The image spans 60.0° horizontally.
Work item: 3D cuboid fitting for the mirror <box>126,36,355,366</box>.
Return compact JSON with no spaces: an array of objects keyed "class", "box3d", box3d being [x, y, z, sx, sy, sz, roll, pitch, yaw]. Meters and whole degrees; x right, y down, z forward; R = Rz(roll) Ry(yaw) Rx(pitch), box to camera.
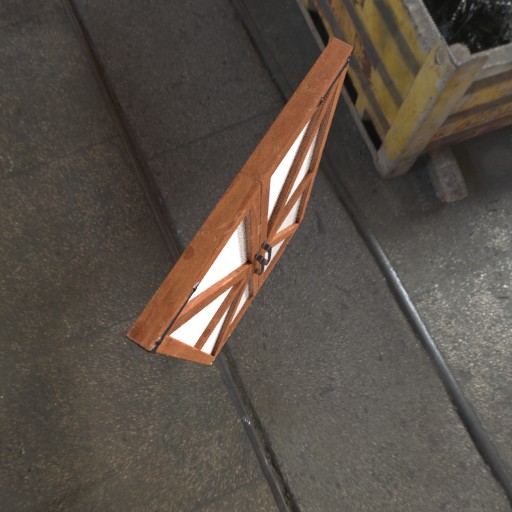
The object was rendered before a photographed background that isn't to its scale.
[{"class":"mirror","box3d":[0.000,0.000,0.956,0.053,0.761,0.517,31,77,8]}]
